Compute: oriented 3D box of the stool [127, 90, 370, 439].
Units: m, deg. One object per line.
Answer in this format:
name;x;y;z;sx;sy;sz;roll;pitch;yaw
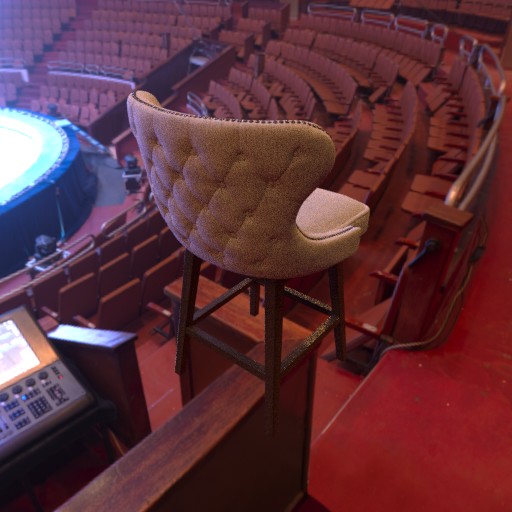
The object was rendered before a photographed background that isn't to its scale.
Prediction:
stool;0.000;0.000;1.372;0.615;0.972;0.597;22;37;33
